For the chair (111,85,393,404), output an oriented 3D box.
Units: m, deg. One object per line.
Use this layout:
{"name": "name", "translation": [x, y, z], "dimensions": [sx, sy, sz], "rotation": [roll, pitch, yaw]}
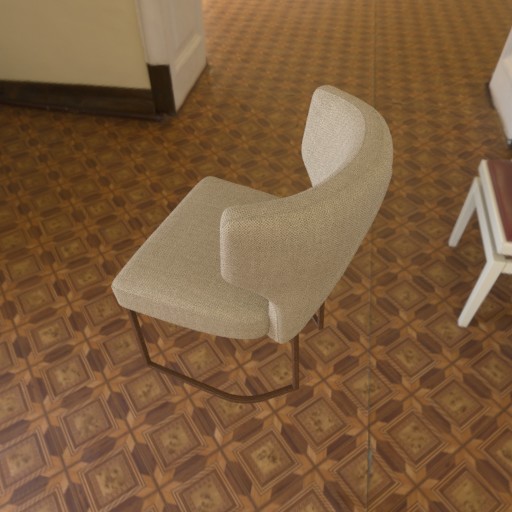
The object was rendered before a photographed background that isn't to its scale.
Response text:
{"name": "chair", "translation": [0.000, 0.000, 1.276], "dimensions": [0.617, 0.824, 0.611], "rotation": [18, 48, 16]}
